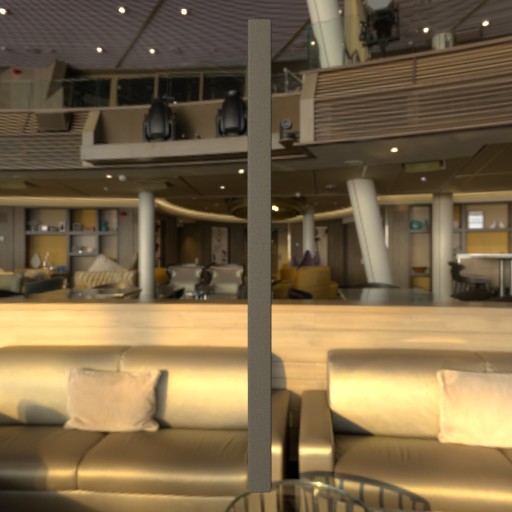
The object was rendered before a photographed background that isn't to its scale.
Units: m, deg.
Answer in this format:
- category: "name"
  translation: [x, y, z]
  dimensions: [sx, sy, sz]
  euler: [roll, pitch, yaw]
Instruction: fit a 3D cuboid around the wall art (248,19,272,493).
- category: "wall art"
  translation: [0.000, 0.000, 0.750]
  dimensions: [0.028, 0.558, 0.457]
  euler: [0, 0, -1]
